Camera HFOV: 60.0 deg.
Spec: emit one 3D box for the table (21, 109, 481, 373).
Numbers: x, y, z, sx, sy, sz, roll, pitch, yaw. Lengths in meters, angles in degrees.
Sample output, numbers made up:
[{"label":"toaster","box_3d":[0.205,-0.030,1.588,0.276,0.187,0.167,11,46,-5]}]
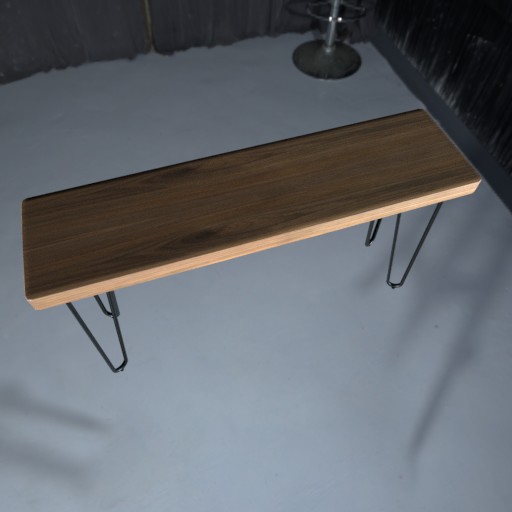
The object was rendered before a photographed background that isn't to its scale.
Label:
[{"label":"table","box_3d":[0.000,0.000,1.895,1.570,0.834,0.425,-15,57,-10]}]
